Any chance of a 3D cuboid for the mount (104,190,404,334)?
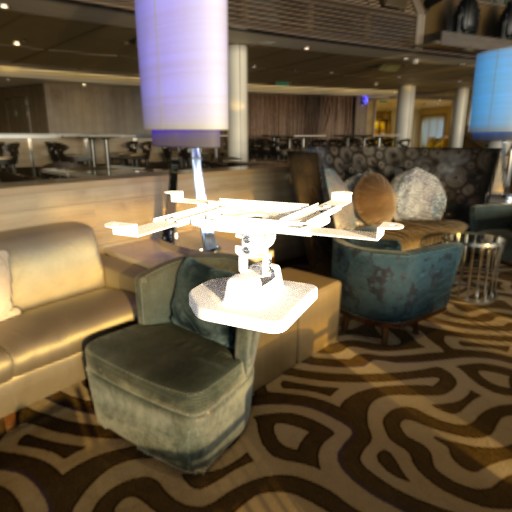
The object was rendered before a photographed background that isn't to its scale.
[{"bbox_3d":[0.000,0.000,0.605,0.394,0.141,0.394,7,17,24],"label":"mount"}]
